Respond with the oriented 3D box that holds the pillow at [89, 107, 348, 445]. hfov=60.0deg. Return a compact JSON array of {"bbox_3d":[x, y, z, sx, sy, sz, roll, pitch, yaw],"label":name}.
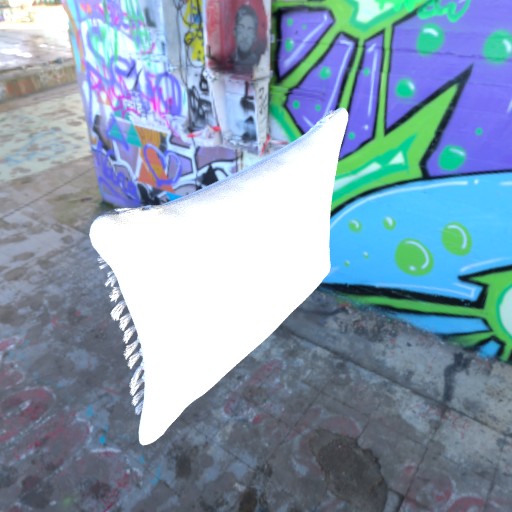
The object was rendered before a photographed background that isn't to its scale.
[{"bbox_3d":[0.000,0.000,0.597,0.084,0.305,0.466,21,38,30],"label":"pillow"}]
